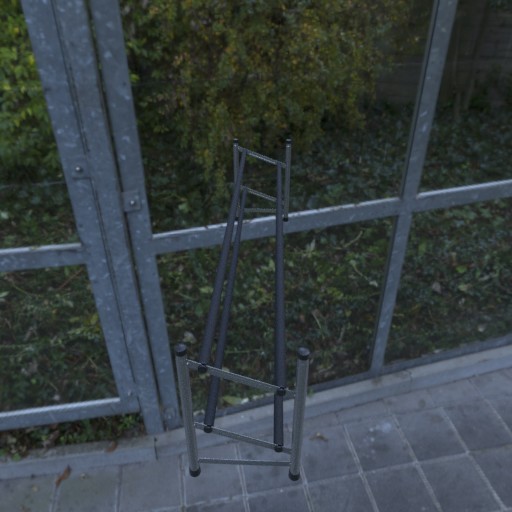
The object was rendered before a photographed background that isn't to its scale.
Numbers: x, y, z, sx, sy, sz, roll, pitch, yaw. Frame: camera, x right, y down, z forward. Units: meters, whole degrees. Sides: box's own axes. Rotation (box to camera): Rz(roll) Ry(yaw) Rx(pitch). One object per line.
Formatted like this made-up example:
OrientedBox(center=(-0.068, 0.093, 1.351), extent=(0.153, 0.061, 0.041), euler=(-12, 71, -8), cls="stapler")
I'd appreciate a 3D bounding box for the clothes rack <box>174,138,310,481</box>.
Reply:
OrientedBox(center=(0.000, 0.000, 1.308), extent=(0.229, 0.349, 1.168), euler=(1, 32, 2), cls="clothes rack")
